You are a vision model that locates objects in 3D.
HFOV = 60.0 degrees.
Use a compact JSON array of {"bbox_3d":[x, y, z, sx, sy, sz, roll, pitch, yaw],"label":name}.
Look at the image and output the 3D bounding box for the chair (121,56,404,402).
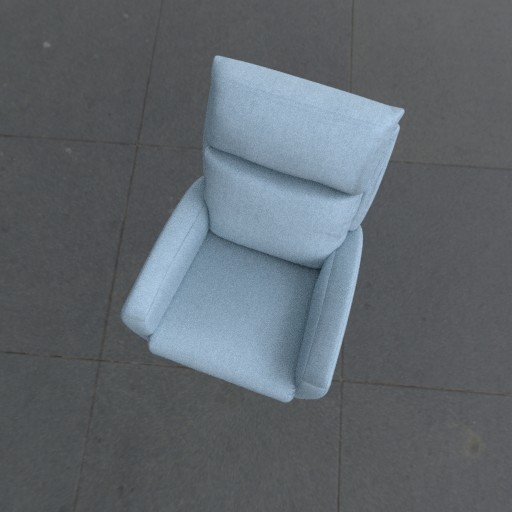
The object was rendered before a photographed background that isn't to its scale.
[{"bbox_3d":[0.000,0.000,1.671,0.812,1.013,0.940,19,75,5],"label":"chair"}]
